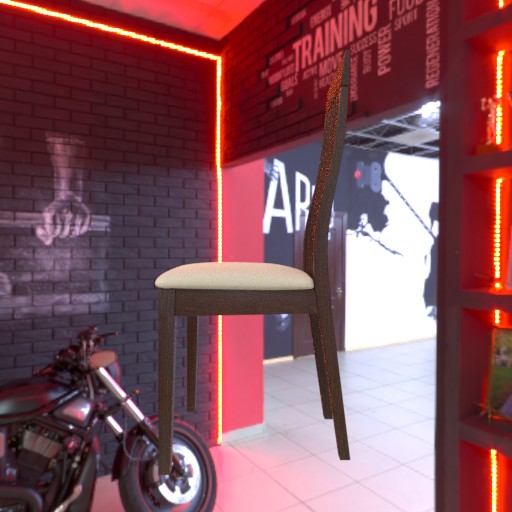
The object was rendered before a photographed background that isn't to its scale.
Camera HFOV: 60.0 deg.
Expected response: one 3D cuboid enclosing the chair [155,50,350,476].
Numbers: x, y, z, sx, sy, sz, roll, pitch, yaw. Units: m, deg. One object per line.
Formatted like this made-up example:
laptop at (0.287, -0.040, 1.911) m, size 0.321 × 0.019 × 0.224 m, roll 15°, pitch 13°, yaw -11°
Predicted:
chair at (0.000, 0.000, 1.253) m, size 0.474 × 1.027 × 0.460 m, roll 0°, pitch 1°, yaw 1°
